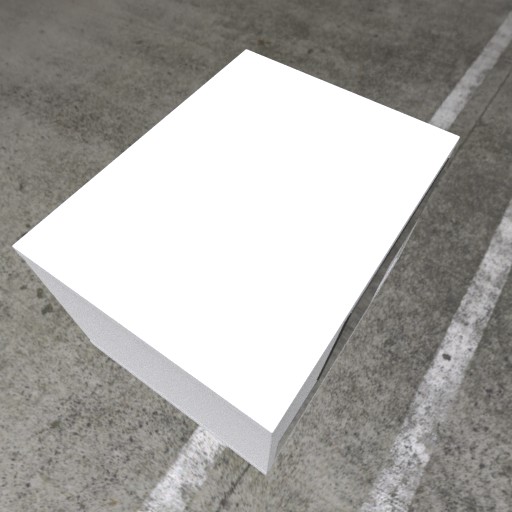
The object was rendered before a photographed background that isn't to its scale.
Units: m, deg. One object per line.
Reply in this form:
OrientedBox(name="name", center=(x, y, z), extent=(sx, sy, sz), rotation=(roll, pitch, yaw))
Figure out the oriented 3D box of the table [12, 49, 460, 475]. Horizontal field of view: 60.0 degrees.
OrientedBox(name="table", center=(0.000, 0.000, 0.768), extent=(0.399, 0.357, 0.517), rotation=(30, 62, 18))
